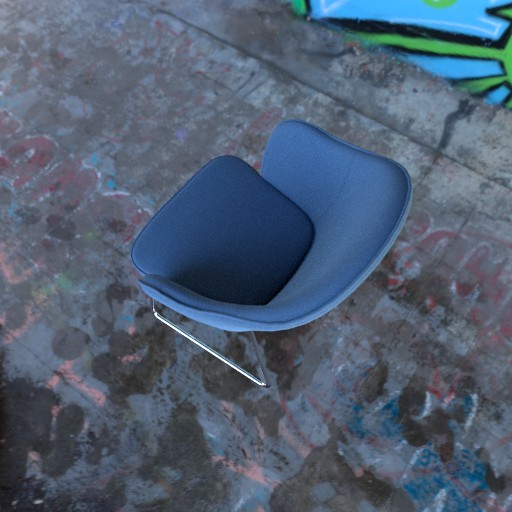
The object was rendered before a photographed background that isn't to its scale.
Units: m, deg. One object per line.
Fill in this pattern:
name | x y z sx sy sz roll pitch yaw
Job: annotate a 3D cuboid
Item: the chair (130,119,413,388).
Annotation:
chair | 0.000 0.000 1.205 0.585 0.815 0.570 33 69 15
